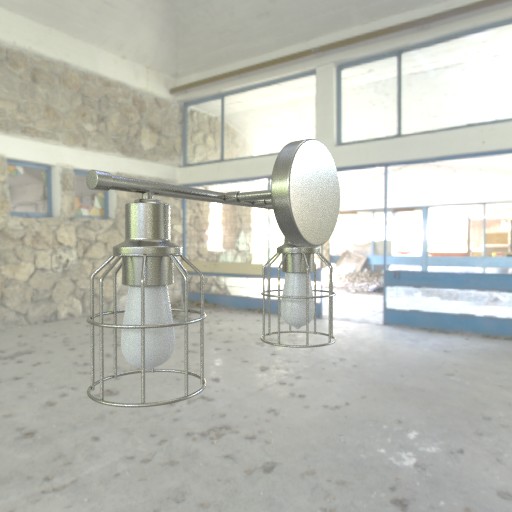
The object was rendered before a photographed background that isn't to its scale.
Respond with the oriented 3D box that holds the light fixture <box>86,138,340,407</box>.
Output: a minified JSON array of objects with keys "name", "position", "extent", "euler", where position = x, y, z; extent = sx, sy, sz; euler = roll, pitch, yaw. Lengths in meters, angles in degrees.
[{"name":"light fixture","position":[0.000,0.000,0.531],"extent":[0.165,0.254,0.406],"euler":[1,1,36]}]
